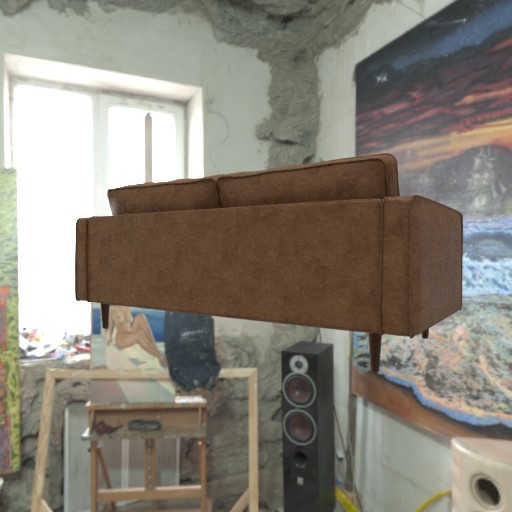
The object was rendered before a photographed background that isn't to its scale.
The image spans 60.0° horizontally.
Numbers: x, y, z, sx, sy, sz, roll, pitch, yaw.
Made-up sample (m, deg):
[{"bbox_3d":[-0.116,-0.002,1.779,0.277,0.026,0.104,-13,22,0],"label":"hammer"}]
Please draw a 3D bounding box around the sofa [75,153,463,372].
[{"bbox_3d":[0.000,0.000,2.369,1.920,0.825,0.924,1,1,34],"label":"sofa"}]
